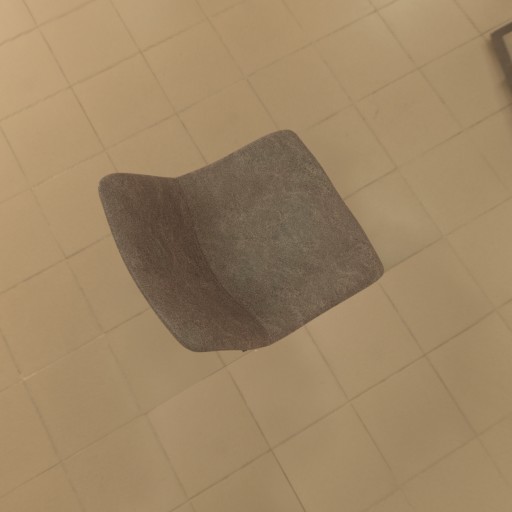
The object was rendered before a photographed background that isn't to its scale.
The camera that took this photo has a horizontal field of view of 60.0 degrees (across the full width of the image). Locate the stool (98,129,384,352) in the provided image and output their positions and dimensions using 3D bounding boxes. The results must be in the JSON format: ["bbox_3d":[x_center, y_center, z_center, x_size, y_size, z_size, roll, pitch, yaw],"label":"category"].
[{"bbox_3d":[0.000,0.000,1.380,0.561,1.082,0.514,-30,80,-6],"label":"stool"}]
